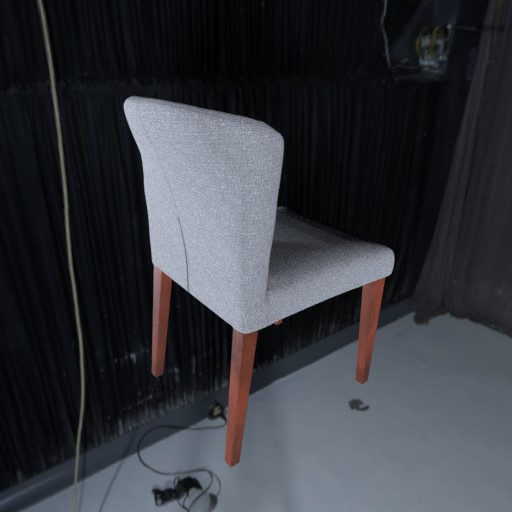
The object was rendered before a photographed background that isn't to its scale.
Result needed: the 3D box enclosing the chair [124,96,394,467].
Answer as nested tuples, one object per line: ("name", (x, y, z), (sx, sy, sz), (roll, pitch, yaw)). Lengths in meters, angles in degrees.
("chair", (0.000, 0.000, 1.198), (0.589, 0.839, 0.491), (-18, 30, -33))
